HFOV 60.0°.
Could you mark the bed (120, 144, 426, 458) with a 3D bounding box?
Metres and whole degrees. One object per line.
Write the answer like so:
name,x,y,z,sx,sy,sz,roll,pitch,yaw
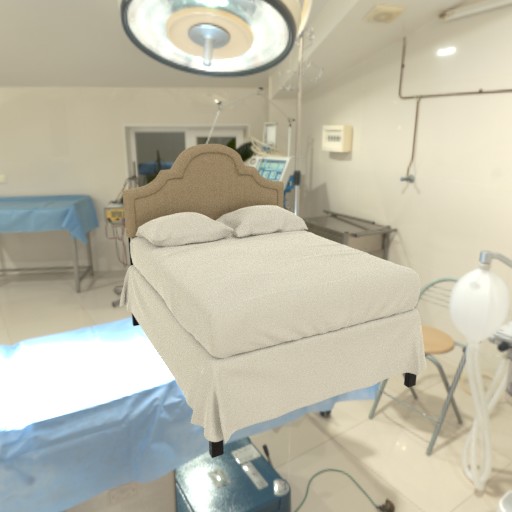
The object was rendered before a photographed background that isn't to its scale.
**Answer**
bed,0.000,0.000,3.460,1.780,1.634,2.222,-8,18,-26
